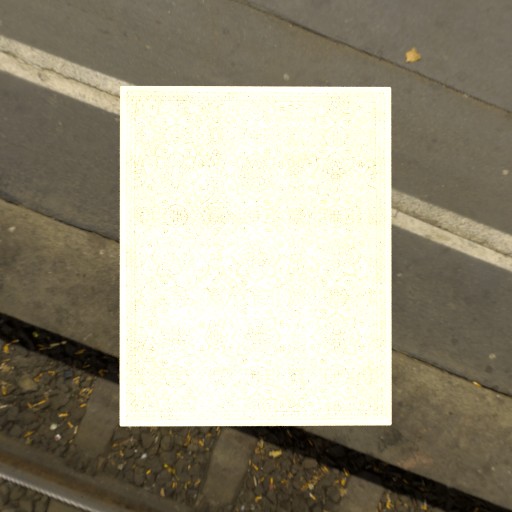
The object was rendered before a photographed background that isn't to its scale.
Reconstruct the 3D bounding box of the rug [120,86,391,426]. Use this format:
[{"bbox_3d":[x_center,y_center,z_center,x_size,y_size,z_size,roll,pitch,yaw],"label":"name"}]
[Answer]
[{"bbox_3d":[0.000,0.000,3.991,2.441,0.015,3.050,0,90,-1],"label":"rug"}]
